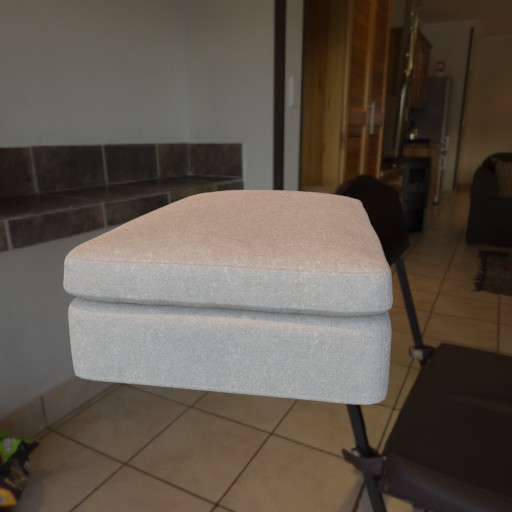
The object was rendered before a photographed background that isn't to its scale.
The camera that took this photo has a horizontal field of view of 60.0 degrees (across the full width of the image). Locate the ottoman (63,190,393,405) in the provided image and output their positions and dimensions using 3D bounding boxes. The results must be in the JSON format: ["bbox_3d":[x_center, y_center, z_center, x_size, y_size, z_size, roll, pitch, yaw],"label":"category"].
[{"bbox_3d":[0.000,0.000,1.628,0.840,0.429,1.199,2,15,9],"label":"ottoman"}]
